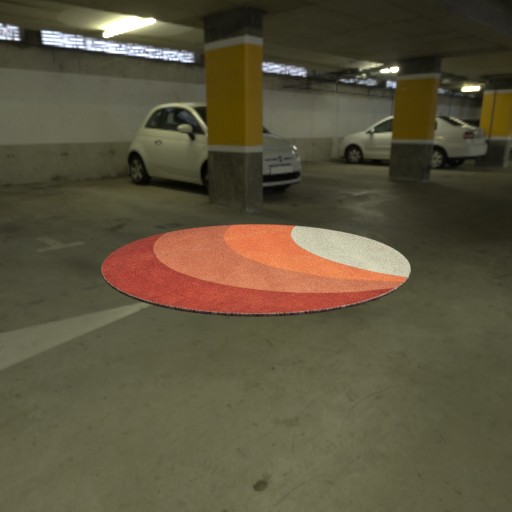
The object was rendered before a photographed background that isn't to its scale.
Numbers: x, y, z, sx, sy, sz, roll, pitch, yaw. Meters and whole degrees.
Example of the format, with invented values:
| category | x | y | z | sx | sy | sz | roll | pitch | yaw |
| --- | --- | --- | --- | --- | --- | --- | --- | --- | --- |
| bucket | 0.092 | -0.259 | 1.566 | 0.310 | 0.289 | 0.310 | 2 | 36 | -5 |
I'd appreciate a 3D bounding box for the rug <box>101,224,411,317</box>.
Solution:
| category | x | y | z | sx | sy | sz | roll | pitch | yaw |
| --- | --- | --- | --- | --- | --- | --- | --- | --- | --- |
| rug | 0.000 | 0.000 | 2.286 | 1.514 | 0.015 | 1.514 | 0 | 16 | 0 |
